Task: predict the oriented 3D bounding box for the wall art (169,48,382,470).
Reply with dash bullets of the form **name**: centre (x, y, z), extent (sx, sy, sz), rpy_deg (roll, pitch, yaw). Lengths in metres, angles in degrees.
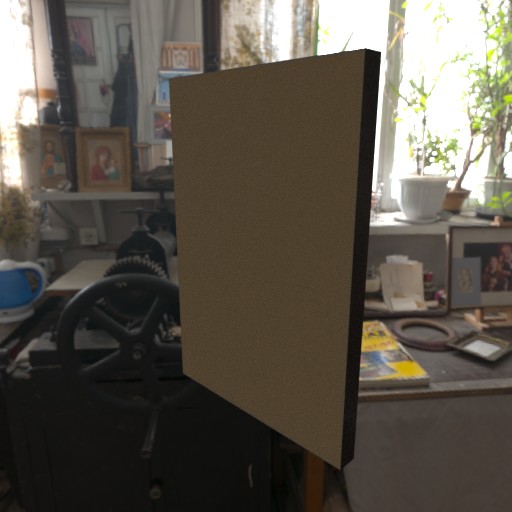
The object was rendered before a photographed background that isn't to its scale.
- **wall art**: centre (0.000, 0.000, 0.579), extent (0.031, 0.457, 0.313), rpy_deg (-15, 21, -43)
